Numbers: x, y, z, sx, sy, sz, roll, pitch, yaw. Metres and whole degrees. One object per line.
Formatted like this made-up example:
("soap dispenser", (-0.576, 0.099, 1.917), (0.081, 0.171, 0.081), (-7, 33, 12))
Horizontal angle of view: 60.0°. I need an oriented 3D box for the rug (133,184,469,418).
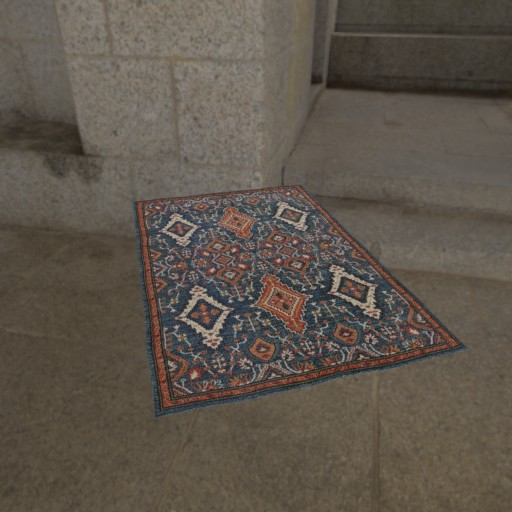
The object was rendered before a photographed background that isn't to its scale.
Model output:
("rug", (0.000, 0.000, 4.241), (2.190, 0.008, 3.371), (-8, 31, -14))
